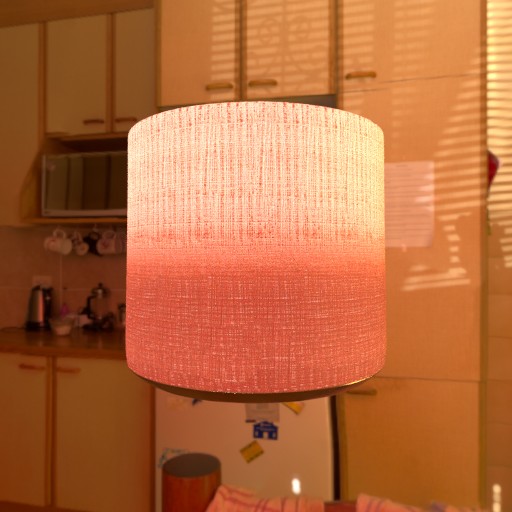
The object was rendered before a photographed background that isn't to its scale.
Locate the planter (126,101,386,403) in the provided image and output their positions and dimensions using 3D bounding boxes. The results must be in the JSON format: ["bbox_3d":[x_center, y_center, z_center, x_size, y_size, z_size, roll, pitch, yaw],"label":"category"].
[{"bbox_3d":[0.000,0.000,0.391,0.221,0.201,0.221,0,0,0],"label":"planter"}]
